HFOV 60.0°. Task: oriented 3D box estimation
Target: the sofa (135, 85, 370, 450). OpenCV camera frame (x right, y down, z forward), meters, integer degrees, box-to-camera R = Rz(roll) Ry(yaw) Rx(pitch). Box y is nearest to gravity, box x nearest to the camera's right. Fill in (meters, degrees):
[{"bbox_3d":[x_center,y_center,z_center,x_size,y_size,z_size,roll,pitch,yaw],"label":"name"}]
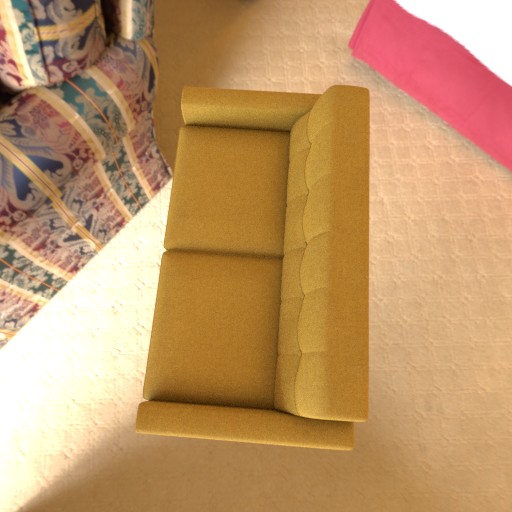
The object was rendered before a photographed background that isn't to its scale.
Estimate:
[{"bbox_3d":[0.000,0.000,2.121,0.909,0.841,1.631,4,74,1],"label":"sofa"}]
